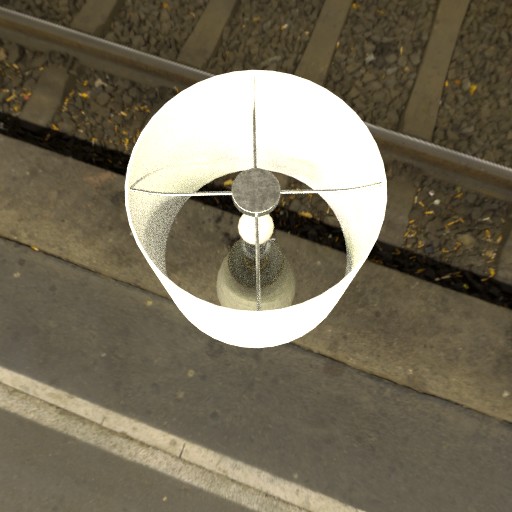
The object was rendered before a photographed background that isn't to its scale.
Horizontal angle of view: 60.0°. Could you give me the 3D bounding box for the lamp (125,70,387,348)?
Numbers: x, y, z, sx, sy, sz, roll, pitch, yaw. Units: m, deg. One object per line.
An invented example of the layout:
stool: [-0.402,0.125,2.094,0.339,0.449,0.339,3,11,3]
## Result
lamp: [0.000,0.000,0.456,0.186,0.369,0.186,0,76,0]
